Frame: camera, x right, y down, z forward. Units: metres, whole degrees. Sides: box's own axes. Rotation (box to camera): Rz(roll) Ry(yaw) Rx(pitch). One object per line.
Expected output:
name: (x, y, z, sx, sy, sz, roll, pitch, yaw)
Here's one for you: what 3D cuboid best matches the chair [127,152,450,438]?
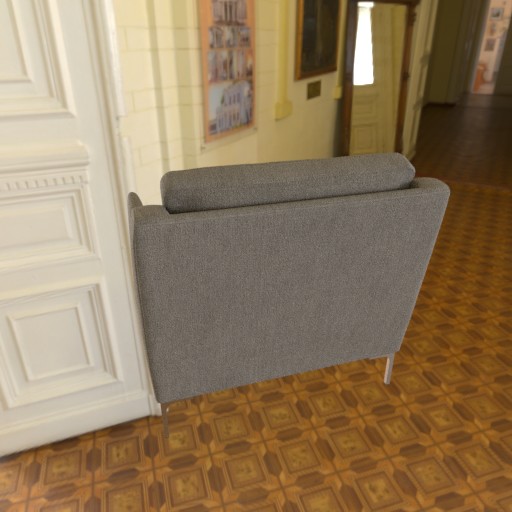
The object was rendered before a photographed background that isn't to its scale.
chair: (0.000, 0.000, 1.563, 0.847, 0.828, 0.849, -8, 28, -15)
